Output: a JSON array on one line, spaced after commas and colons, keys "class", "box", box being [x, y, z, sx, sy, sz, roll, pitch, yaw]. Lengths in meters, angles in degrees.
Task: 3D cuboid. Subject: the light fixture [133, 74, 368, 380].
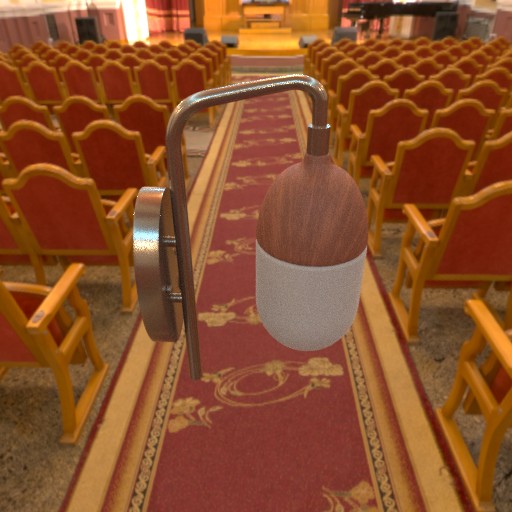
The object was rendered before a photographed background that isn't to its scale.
[{"class": "light fixture", "box": [0.000, 0.000, 0.446, 0.216, 0.343, 0.108, 1, 31, 2]}]
